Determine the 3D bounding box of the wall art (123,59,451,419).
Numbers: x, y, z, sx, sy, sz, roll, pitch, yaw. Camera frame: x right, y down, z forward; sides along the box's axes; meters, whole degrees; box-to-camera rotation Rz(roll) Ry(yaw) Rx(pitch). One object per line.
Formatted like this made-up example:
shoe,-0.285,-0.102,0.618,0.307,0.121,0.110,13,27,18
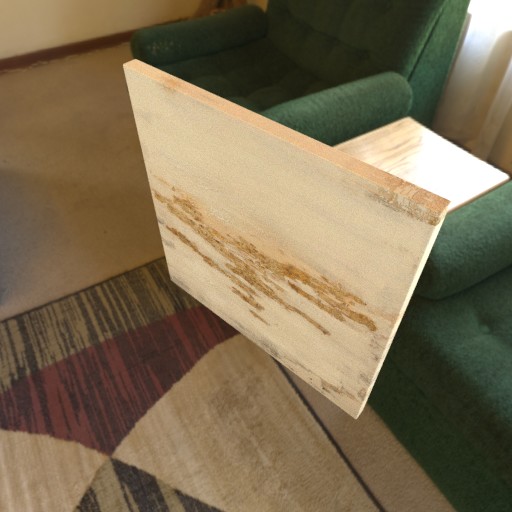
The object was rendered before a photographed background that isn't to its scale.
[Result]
wall art,0.000,0.000,1.107,0.753,0.755,0.038,33,55,26
